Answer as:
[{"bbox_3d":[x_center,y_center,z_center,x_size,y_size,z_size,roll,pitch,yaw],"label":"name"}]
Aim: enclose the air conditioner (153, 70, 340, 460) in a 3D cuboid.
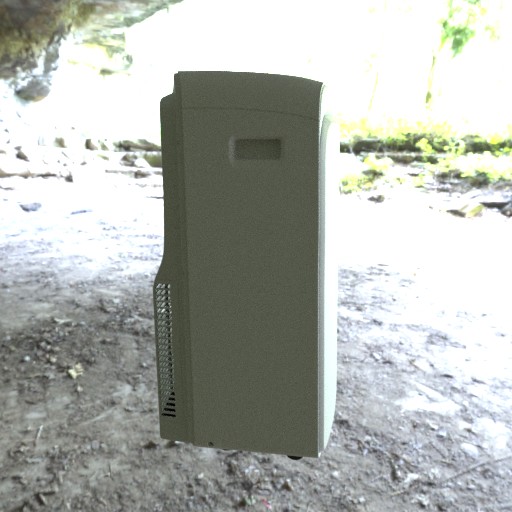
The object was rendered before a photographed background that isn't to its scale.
[{"bbox_3d":[0.000,0.000,0.942,0.365,0.700,0.454,3,15,11],"label":"air conditioner"}]
